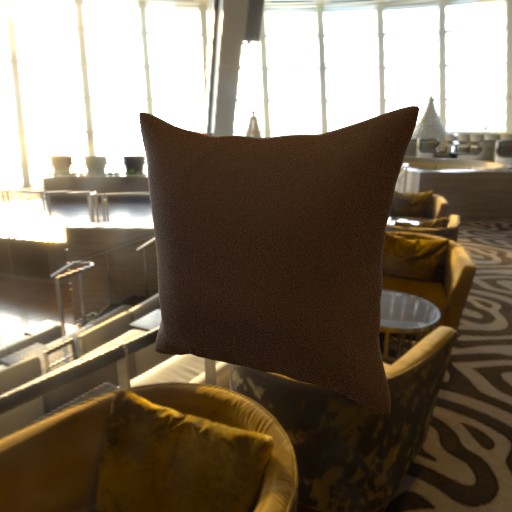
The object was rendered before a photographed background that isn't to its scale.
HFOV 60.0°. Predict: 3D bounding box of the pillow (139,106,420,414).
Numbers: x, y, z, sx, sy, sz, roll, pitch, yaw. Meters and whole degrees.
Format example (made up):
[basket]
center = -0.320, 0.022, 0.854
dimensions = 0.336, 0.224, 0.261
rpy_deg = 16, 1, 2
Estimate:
[pillow]
center = 0.000, 0.000, 0.702
dimensions = 0.453, 0.443, 0.168
rpy_deg = 8, 18, 28
